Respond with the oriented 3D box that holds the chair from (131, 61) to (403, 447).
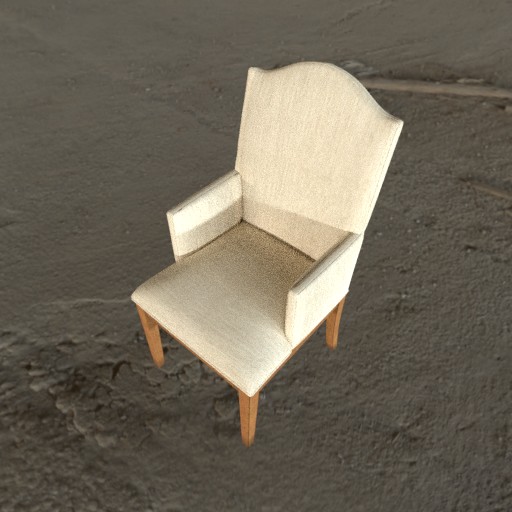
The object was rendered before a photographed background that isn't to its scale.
[{"bbox_3d":[0.000,0.000,1.392,0.533,1.016,0.641,32,53,28],"label":"chair"}]
